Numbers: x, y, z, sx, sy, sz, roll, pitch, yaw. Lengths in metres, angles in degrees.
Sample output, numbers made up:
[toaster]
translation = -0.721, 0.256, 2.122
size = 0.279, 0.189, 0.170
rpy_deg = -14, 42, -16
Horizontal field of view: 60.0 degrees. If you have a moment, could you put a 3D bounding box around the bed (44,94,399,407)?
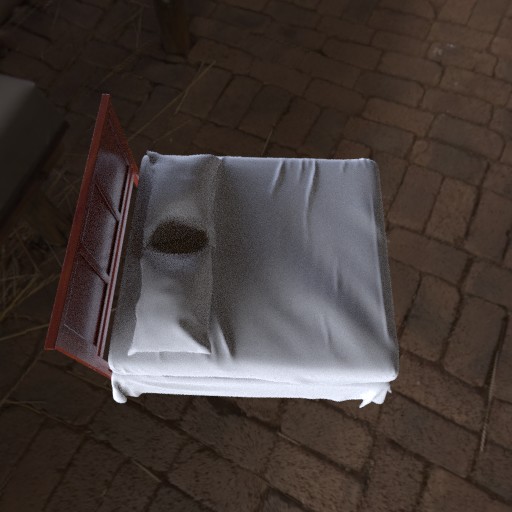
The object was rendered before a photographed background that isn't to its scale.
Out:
[bed]
translation = 0.000, 0.000, 3.076
size = 2.050, 1.270, 1.870
rpy_deg = 2, 65, 1
